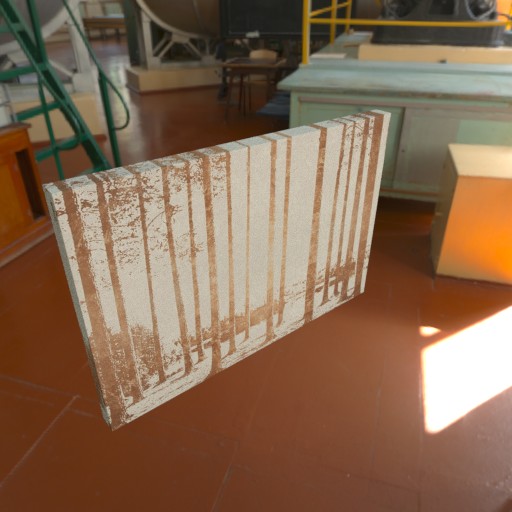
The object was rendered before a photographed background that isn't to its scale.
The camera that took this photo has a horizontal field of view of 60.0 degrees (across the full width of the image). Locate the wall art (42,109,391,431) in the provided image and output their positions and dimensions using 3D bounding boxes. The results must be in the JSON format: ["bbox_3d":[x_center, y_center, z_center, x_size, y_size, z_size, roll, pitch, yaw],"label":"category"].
[{"bbox_3d":[0.000,0.000,0.771,0.609,0.405,0.035,-22,37,-32],"label":"wall art"}]
